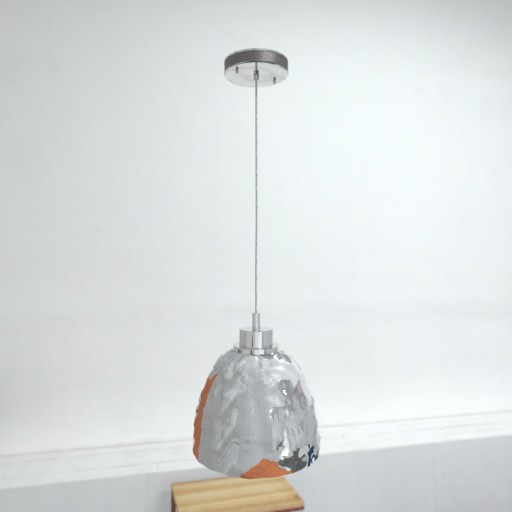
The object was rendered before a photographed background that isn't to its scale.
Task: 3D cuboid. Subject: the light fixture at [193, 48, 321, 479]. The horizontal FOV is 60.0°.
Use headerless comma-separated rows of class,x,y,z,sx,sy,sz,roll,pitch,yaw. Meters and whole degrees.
light fixture,0.000,0.000,1.743,0.496,1.511,0.500,0,1,-35
